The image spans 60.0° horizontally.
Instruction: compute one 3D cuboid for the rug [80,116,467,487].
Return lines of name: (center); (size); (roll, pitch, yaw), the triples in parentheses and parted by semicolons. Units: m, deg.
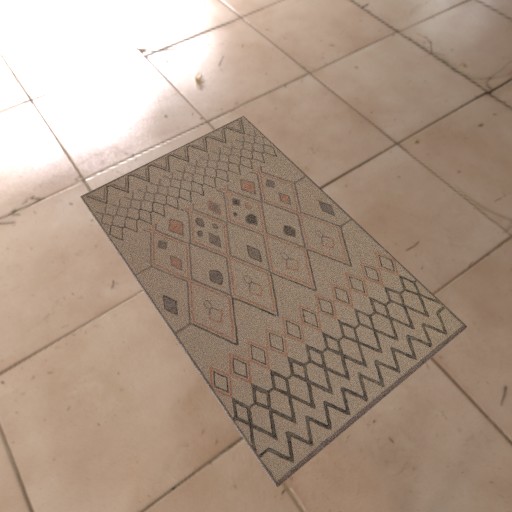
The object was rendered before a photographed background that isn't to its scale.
rug: (0.000, 0.000, 3.082); (1.524, 0.015, 2.438); (-32, 63, -18)
